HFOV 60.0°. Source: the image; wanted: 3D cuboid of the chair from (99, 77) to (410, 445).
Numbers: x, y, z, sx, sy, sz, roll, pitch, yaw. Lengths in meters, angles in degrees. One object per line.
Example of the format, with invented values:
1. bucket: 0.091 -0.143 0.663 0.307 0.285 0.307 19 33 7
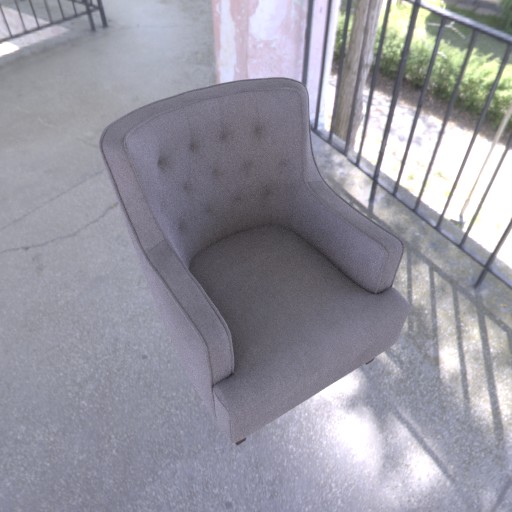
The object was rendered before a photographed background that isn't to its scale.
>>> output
1. chair: 0.000 0.000 1.619 0.781 0.919 0.910 -24 51 -22
